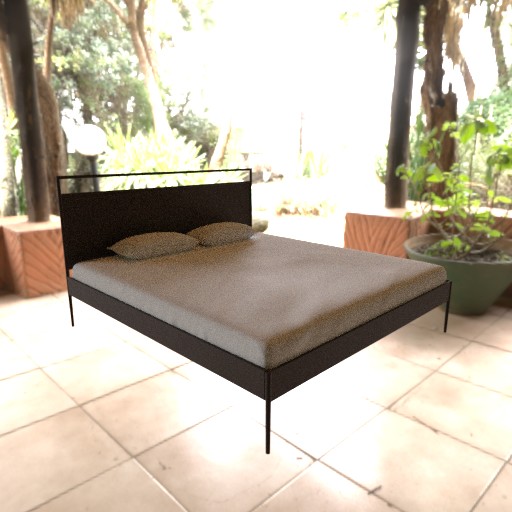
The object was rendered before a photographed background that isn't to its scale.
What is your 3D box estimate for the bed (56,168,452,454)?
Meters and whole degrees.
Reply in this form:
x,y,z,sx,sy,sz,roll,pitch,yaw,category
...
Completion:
x,y,z,sx,sy,sz,roll,pitch,yaw,category
0.000,0.000,3.314,1.993,1.173,2.151,-13,19,-43,bed
